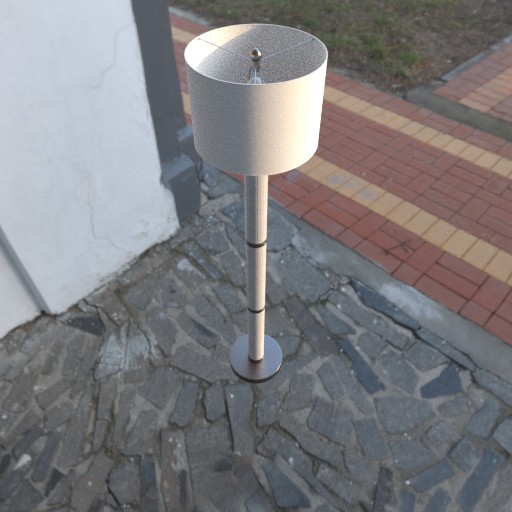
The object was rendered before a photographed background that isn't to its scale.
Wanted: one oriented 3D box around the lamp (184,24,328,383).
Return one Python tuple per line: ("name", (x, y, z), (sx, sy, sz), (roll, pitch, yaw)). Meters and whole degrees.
("lamp", (0.000, 0.000, 1.746), (0.377, 1.599, 0.377), (-22, 51, -19))
